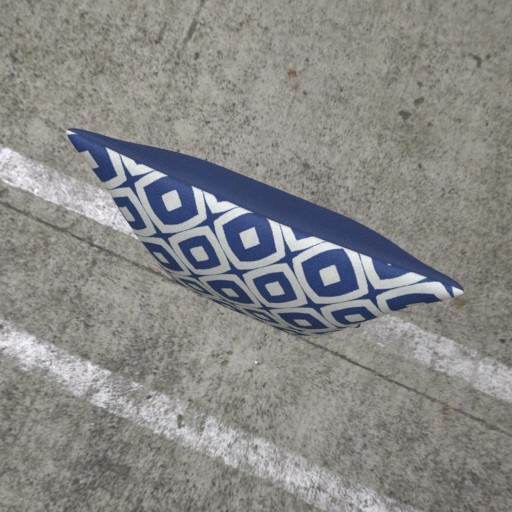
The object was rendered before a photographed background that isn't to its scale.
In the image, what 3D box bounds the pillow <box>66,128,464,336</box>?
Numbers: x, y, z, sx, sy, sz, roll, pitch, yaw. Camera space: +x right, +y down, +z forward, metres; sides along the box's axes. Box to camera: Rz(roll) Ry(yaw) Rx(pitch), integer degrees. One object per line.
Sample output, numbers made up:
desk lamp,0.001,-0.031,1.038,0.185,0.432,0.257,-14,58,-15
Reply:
pillow,0.000,0.000,0.753,0.504,0.494,0.188,23,78,5
